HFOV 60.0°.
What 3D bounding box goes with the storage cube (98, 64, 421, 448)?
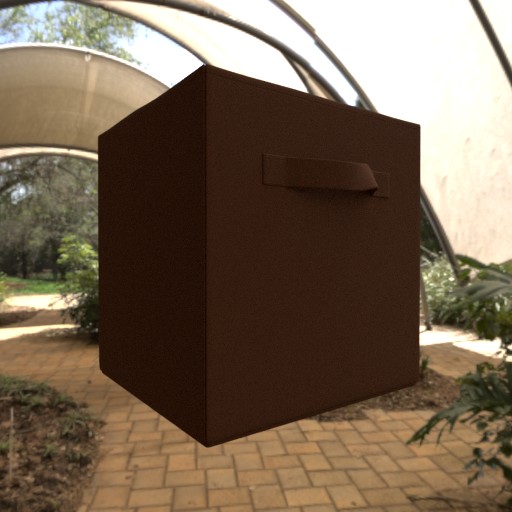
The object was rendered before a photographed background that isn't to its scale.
[{"bbox_3d":[0.000,0.000,0.491,0.270,0.280,0.270,-1,1,-36],"label":"storage cube"}]
